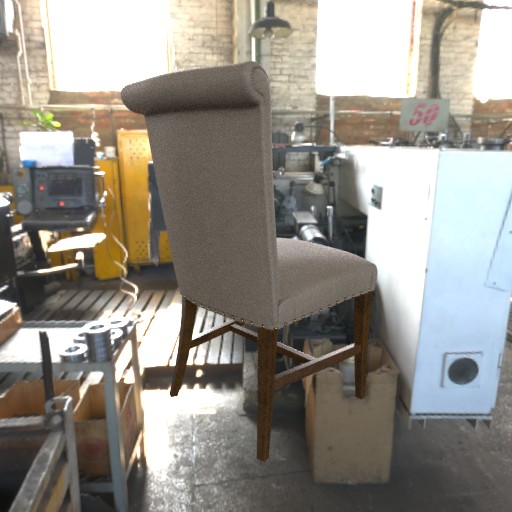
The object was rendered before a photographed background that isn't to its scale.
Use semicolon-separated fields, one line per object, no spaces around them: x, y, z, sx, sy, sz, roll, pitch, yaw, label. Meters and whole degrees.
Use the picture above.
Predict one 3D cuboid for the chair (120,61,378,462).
0.000;0.000;1.344;0.608;0.988;0.513;-14;20;-43;chair
